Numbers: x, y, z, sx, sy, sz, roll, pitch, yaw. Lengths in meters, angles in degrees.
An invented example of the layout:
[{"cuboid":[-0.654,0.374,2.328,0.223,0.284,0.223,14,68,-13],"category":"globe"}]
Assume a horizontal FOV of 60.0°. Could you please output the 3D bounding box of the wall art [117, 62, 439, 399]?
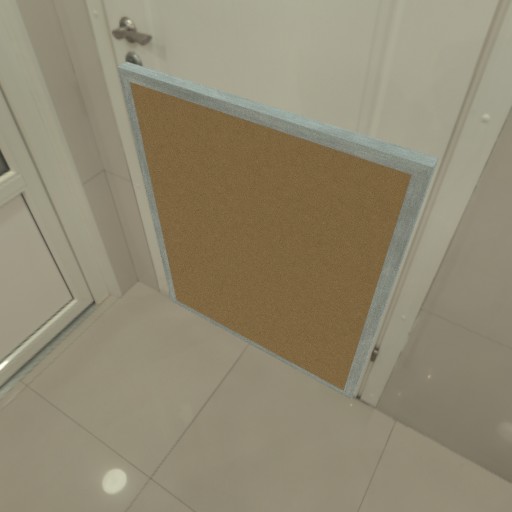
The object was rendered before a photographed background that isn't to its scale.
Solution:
[{"cuboid":[0.000,0.000,0.799,0.479,0.582,0.022,25,52,21],"category":"wall art"}]
